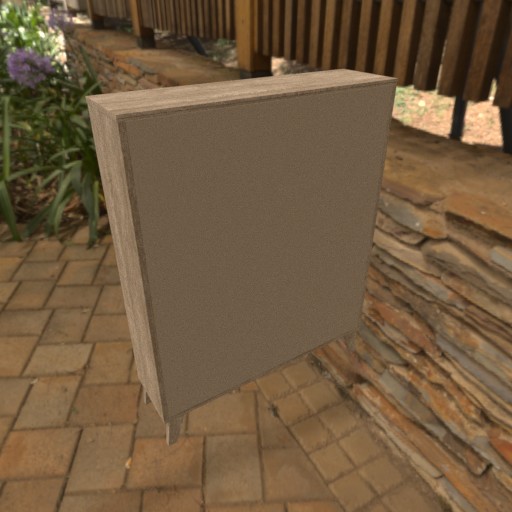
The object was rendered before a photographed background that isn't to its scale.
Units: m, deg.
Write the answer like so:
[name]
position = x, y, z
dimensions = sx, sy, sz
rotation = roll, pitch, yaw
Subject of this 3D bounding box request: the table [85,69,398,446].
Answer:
[table]
position = 0.000, 0.000, 1.566
dimensions = 0.902, 1.135, 0.256
rotation = -18, 35, -28
